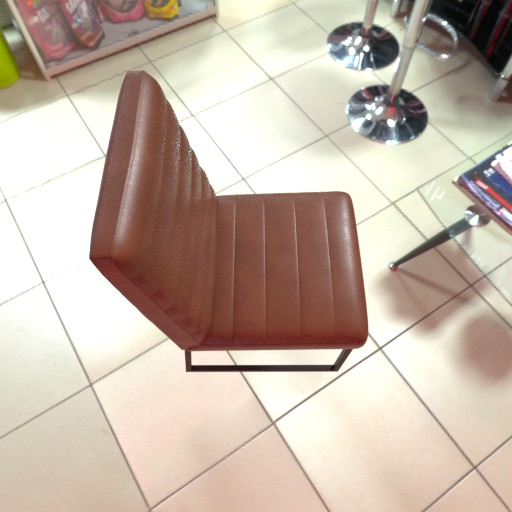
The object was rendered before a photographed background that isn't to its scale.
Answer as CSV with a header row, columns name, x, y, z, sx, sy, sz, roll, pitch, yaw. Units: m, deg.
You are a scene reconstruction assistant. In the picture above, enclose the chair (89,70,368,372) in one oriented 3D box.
name,x,y,z,sx,sy,sz,roll,pitch,yaw
chair,0.000,0.000,1.317,0.634,0.930,0.520,0,62,0
